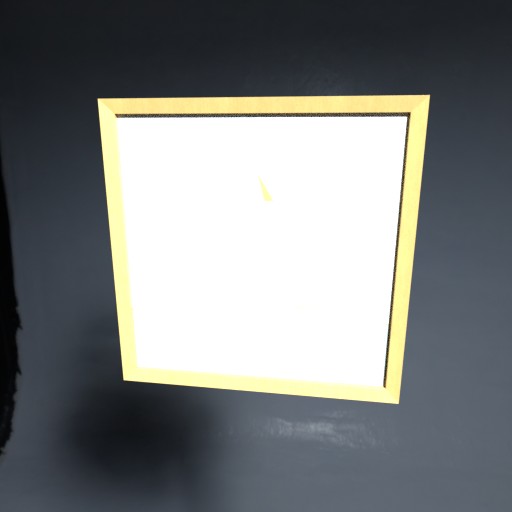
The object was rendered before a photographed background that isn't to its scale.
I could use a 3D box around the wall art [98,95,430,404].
[{"bbox_3d":[0.000,0.000,2.872,1.935,1.936,0.097,2,16,8],"label":"wall art"}]
